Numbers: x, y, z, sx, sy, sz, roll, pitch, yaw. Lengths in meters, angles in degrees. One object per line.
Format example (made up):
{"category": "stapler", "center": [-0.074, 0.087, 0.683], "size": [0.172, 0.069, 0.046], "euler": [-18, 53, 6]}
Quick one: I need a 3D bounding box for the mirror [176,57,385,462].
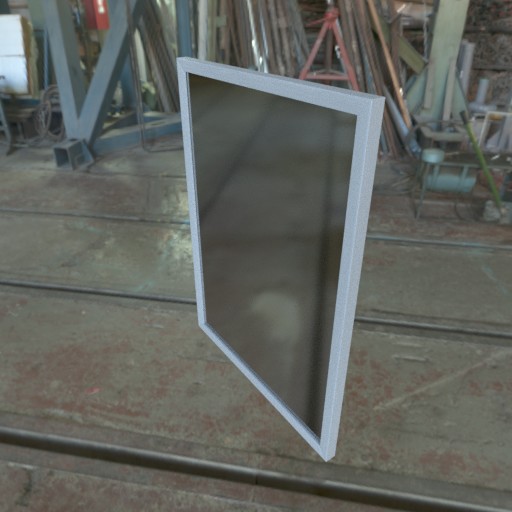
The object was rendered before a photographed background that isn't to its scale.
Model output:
{"category": "mirror", "center": [0.000, 0.000, 1.315], "size": [0.040, 1.016, 0.762], "euler": [-20, 36, -30]}
